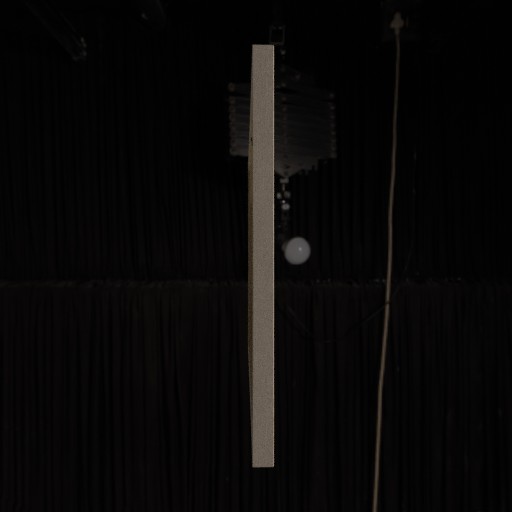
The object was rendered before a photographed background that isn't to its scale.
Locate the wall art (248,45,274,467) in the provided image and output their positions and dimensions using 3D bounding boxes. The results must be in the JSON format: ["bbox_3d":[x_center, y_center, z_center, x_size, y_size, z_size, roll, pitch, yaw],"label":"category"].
[{"bbox_3d":[0.000,0.000,1.308,0.038,0.762,1.016,0,0,-1],"label":"wall art"}]
